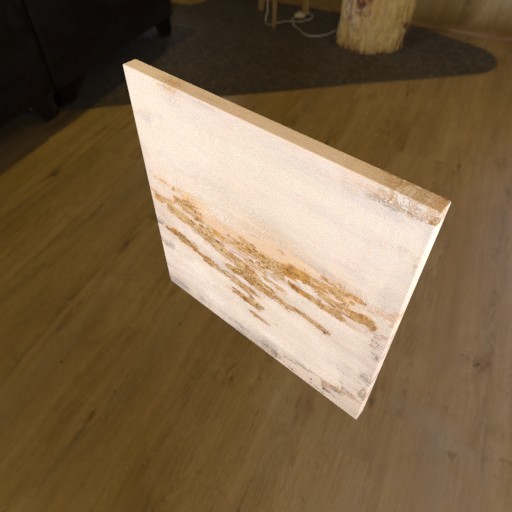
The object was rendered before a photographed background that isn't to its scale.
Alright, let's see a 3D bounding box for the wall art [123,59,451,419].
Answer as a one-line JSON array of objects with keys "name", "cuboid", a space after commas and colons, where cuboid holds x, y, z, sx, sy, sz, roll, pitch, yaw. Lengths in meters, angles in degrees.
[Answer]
[{"name": "wall art", "cuboid": [0.000, 0.000, 1.107, 0.753, 0.755, 0.038, 33, 55, 26]}]
